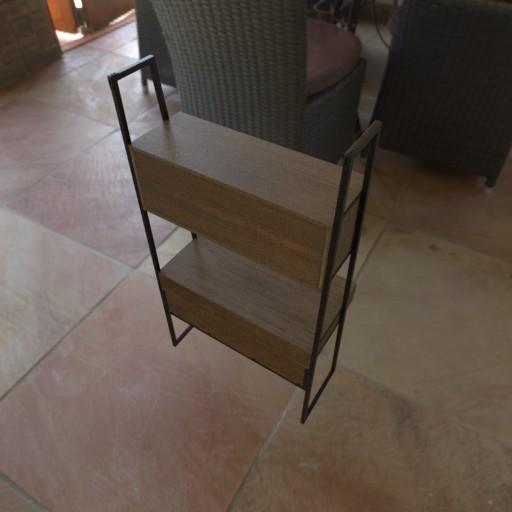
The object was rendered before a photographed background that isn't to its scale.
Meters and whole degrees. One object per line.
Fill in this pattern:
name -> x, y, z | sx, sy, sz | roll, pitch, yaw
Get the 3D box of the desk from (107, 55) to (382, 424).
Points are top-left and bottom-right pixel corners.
desk -> 0.000, 0.000, 2.245 | 0.982, 1.809, 0.515 | 25, 51, 22
